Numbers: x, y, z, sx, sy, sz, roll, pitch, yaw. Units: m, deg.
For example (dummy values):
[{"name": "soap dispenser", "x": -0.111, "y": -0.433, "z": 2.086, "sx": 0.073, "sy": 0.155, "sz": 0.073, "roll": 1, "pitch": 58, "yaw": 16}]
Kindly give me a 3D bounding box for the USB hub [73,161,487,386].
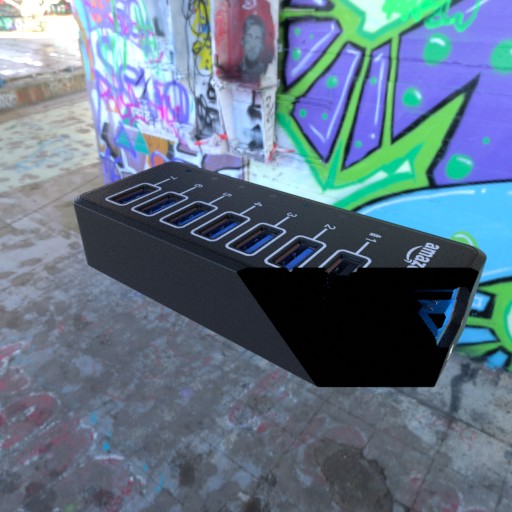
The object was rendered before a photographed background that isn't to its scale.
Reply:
[{"name": "USB hub", "x": 0.000, "y": 0.000, "z": 0.126, "sx": 0.110, "sy": 0.023, "sz": 0.044, "roll": 21, "pitch": 37, "yaw": 31}]
